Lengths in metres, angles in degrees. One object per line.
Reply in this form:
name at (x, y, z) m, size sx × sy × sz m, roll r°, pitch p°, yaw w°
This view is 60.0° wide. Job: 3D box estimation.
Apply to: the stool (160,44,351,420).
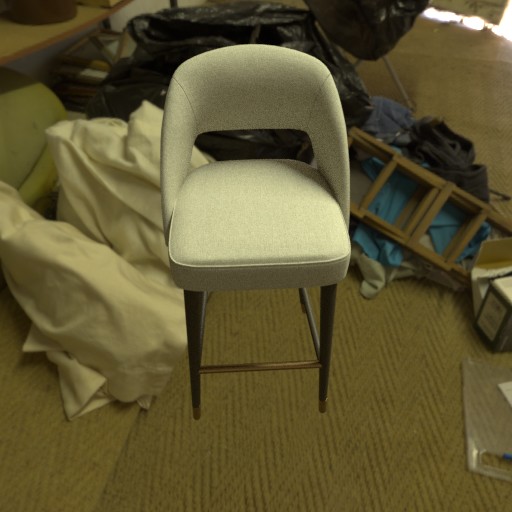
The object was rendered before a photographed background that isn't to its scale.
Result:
stool at (0.000, 0.000, 1.322) m, size 0.494 × 1.037 × 0.509 m, roll -2°, pitch 45°, yaw -2°
